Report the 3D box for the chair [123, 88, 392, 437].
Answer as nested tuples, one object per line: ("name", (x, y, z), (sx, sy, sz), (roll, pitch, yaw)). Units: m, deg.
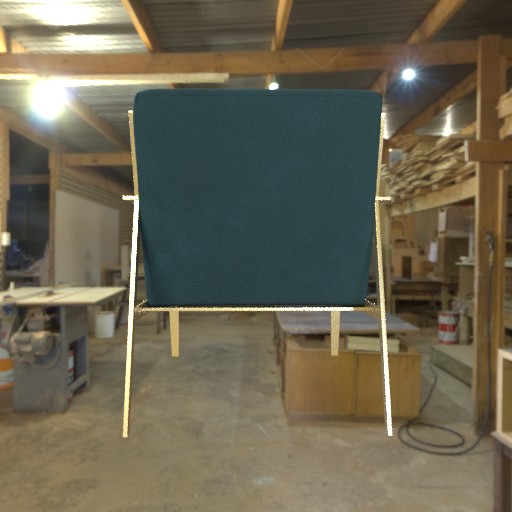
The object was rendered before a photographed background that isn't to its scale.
("chair", (0.000, 0.000, 1.455), (0.692, 0.831, 0.859), (0, 1, -1))
